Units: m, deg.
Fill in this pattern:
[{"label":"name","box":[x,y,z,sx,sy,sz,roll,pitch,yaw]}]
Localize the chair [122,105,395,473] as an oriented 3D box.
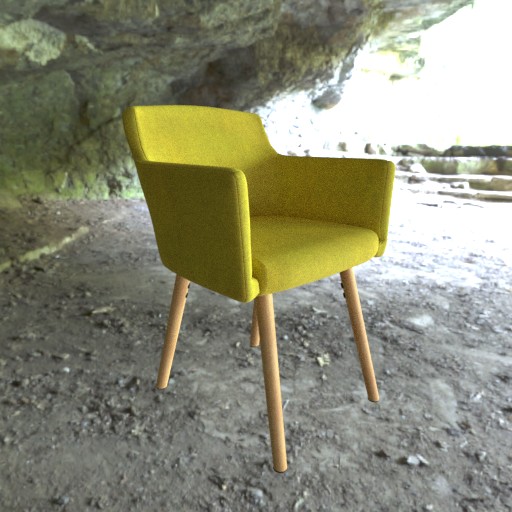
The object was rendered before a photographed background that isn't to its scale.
[{"label":"chair","box":[0.000,0.000,1.174,0.570,0.780,0.570,-14,20,-43]}]
